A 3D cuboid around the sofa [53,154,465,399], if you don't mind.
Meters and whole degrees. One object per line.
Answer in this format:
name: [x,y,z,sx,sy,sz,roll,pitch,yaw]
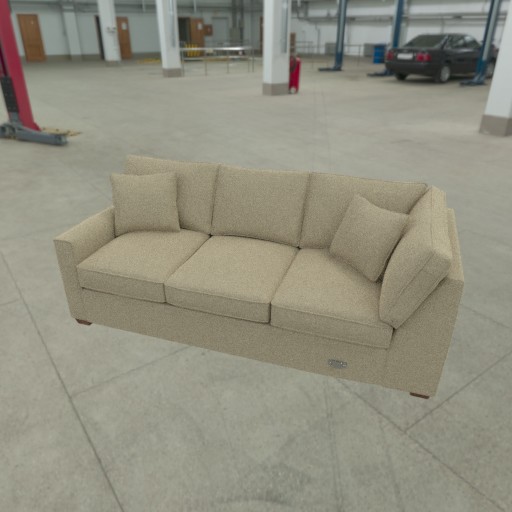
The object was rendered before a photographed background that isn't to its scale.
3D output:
sofa: [0.000,0.000,2.838,2.317,0.962,1.061,9,28,17]
